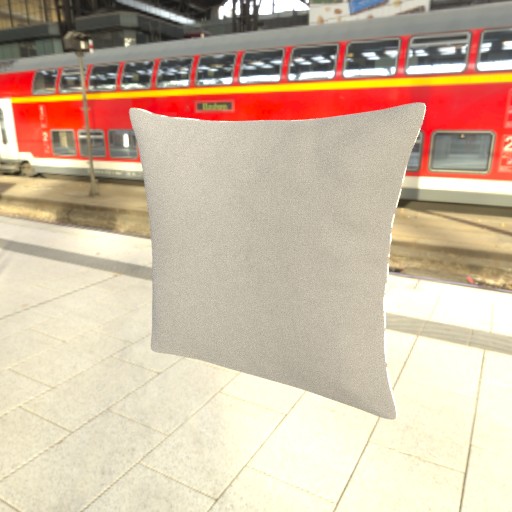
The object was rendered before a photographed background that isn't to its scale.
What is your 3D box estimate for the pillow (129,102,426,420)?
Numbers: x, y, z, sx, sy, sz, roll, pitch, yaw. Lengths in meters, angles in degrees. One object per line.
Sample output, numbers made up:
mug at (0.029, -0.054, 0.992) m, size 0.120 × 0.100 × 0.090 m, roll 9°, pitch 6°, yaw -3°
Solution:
pillow at (0.000, 0.000, 0.786) m, size 0.526 × 0.507 × 0.166 m, roll 8°, pitch 18°, yaw 26°
